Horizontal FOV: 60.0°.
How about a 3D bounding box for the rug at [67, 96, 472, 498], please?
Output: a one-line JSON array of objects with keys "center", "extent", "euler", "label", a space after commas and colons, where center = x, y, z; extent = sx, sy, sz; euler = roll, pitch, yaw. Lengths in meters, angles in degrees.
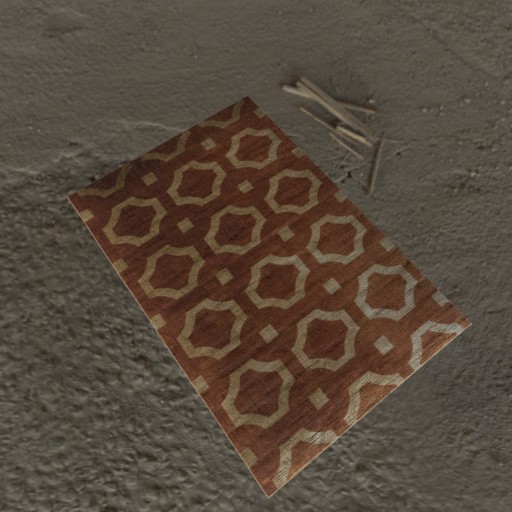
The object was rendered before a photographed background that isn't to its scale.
[{"center": [0.000, 0.000, 2.871], "extent": [1.555, 0.016, 2.286], "euler": [-34, 69, -15], "label": "rug"}]
